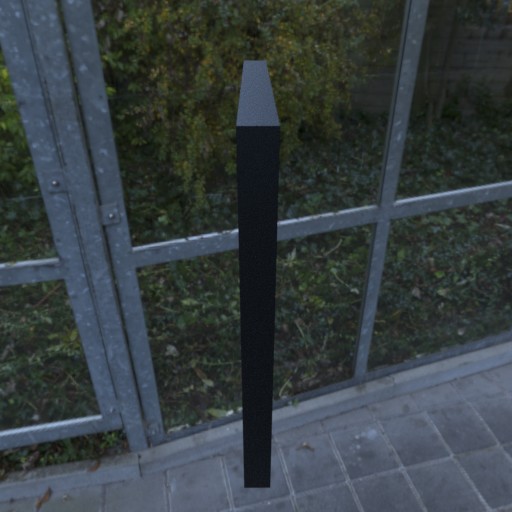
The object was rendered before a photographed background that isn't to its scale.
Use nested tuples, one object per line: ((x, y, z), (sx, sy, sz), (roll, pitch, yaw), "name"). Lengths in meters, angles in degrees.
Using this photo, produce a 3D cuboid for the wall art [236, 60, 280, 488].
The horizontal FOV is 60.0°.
((0.000, 0.000, 0.515), (0.028, 0.380, 0.325), (0, 30, 0), "wall art")
